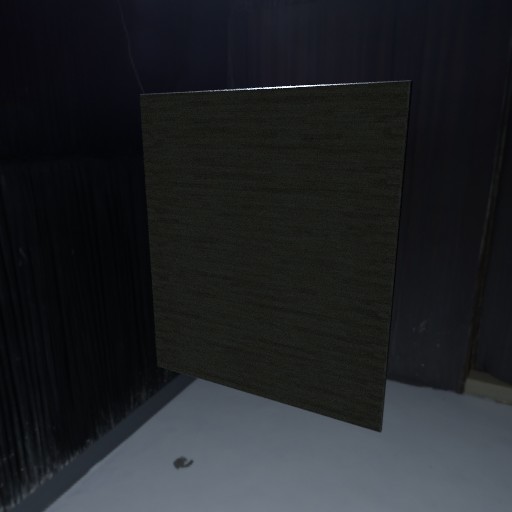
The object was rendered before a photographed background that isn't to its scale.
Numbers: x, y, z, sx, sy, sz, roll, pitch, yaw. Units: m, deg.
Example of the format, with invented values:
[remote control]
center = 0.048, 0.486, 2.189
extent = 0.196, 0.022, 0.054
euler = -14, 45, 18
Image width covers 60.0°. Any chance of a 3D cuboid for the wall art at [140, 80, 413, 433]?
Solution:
[wall art]
center = 0.000, 0.000, 0.788
extent = 0.483, 0.559, 0.009
euler = 8, 17, 27
